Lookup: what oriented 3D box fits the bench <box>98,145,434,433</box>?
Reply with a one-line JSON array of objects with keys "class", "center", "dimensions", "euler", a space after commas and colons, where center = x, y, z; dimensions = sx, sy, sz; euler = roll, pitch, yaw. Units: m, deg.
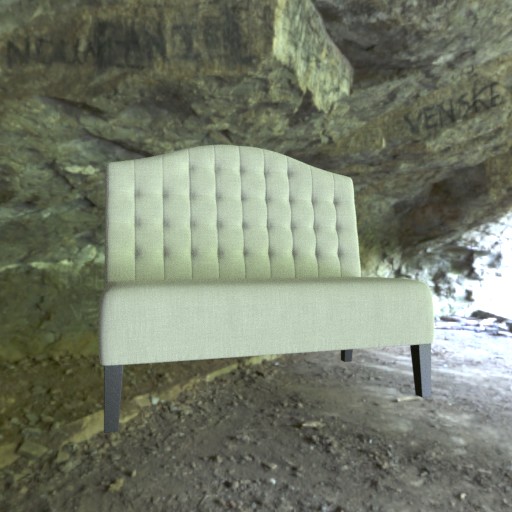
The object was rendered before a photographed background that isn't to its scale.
[{"class": "bench", "center": [0.000, 0.000, 2.033], "dimensions": [1.335, 1.180, 0.815], "euler": [0, 0, -17]}]
